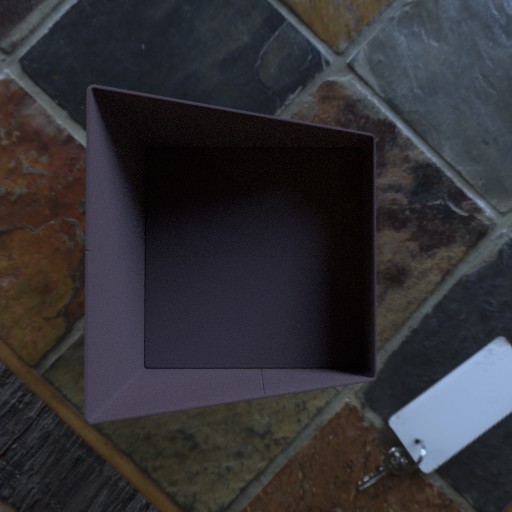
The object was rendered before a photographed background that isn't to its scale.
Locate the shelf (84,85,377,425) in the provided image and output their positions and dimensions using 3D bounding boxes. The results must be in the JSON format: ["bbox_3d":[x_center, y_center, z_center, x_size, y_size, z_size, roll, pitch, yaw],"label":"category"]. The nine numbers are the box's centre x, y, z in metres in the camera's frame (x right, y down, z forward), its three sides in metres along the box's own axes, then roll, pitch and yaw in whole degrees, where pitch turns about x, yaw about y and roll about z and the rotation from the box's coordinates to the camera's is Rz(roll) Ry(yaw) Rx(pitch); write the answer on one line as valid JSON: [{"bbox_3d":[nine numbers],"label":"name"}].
[{"bbox_3d":[0.000,0.000,0.483,0.292,0.210,0.292,0,89,0],"label":"shelf"}]
